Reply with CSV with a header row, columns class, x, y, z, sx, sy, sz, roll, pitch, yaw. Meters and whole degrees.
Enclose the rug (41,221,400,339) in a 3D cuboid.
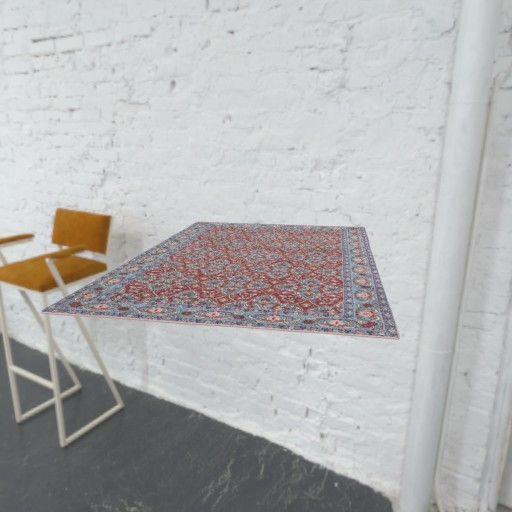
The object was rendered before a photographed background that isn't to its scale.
class,x,y,z,sx,sy,sz,roll,pitch,yaw
rug,0.000,0.000,2.319,1.219,0.009,1.829,3,15,10
